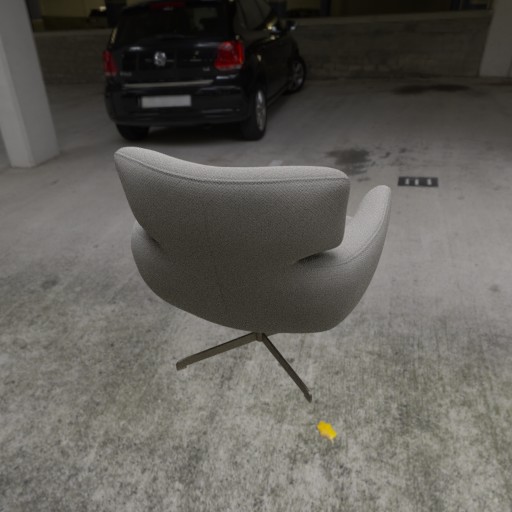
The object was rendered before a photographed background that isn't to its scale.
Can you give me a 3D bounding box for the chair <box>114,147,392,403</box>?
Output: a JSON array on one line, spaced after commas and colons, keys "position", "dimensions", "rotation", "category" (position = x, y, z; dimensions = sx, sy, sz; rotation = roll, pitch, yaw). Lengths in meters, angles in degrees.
[{"position": [0.000, 0.000, 1.379], "dimensions": [0.760, 0.810, 0.730], "rotation": [9, 33, 15], "category": "chair"}]
